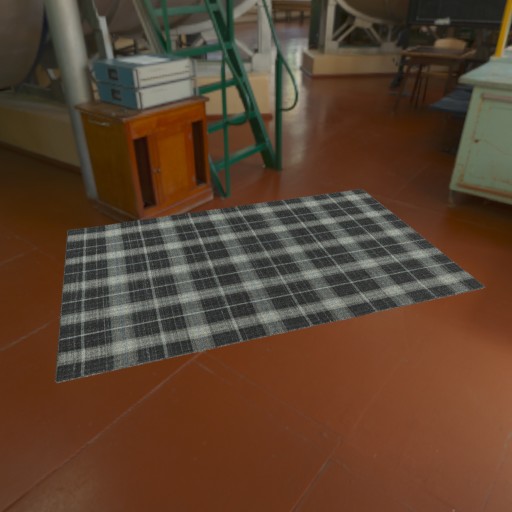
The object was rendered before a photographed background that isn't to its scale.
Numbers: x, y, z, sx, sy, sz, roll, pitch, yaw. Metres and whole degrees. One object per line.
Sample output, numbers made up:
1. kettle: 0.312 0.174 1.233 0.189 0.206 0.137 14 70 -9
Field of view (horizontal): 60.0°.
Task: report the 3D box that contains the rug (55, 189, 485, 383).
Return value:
1. rug: 0.000 0.000 2.965 2.434 0.015 1.520 -10 34 -15
